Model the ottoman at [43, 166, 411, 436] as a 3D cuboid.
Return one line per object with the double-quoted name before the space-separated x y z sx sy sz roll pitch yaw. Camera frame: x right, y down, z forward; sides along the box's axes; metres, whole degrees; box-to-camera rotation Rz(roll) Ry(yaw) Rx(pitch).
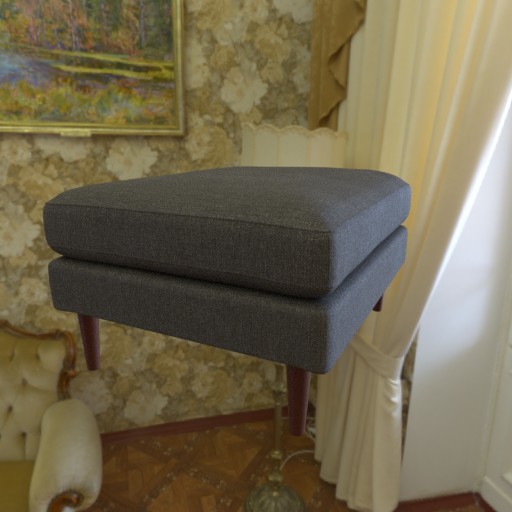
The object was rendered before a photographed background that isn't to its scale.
"ottoman" 0.000 0.000 1.233 0.693 0.474 0.821 8 17 26
